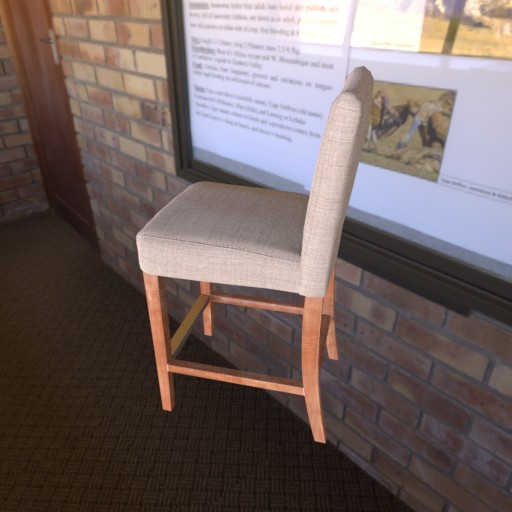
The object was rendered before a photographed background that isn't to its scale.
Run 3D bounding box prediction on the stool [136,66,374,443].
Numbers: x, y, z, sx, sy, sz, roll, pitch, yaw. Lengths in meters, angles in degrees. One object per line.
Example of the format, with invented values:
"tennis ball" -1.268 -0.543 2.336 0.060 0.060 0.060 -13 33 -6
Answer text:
"stool" 0.000 0.000 1.348 0.567 1.039 0.454 8 31 13
